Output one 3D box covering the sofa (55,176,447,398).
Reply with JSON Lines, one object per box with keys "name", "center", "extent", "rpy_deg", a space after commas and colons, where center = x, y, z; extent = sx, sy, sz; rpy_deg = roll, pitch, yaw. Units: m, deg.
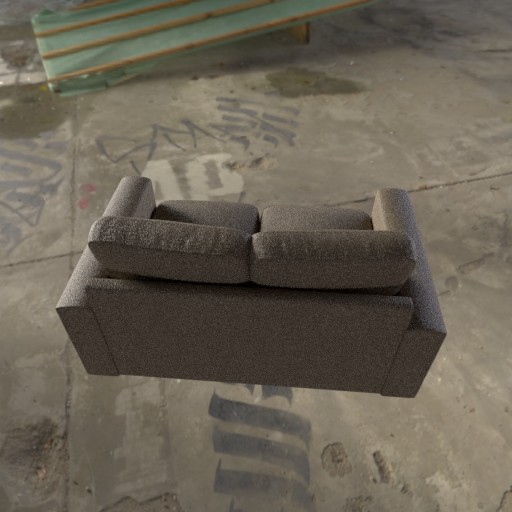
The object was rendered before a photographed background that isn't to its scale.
{"name": "sofa", "center": [0.000, 0.000, 2.245], "extent": [1.616, 0.873, 1.016], "rpy_deg": [3, 44, 3]}
